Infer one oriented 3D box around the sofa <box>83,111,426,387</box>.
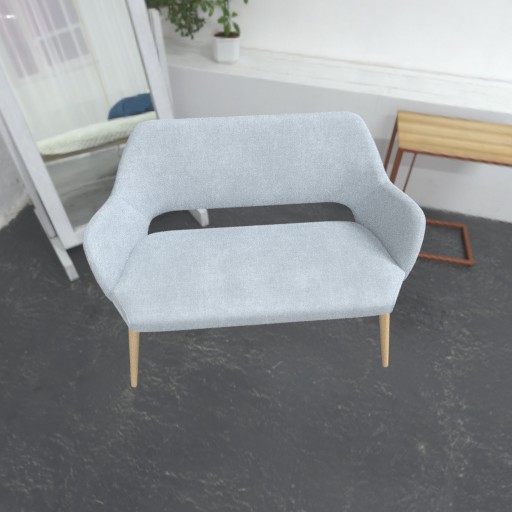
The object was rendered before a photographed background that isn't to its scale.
[{"bbox_3d":[0.000,0.000,1.676,1.150,0.840,0.610,-4,47,-3],"label":"sofa"}]
